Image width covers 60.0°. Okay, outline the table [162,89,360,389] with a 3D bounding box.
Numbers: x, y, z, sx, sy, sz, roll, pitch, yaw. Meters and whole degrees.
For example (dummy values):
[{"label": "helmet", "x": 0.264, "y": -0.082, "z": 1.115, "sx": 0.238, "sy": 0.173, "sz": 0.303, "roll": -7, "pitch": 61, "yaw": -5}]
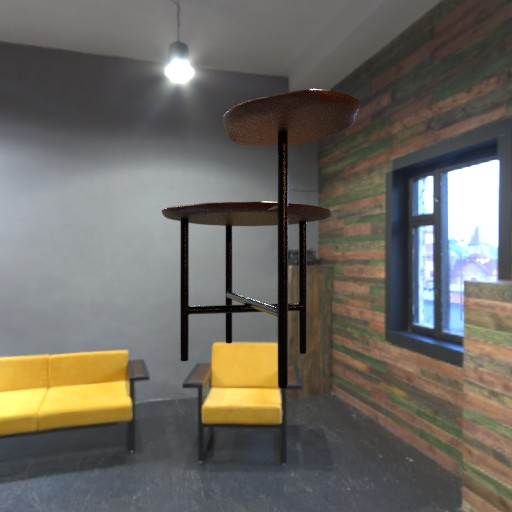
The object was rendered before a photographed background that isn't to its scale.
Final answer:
[{"label": "table", "x": 0.000, "y": 0.000, "z": 1.085, "sx": 0.442, "sy": 0.538, "sz": 0.759, "roll": 0, "pitch": 0, "yaw": -15}]
